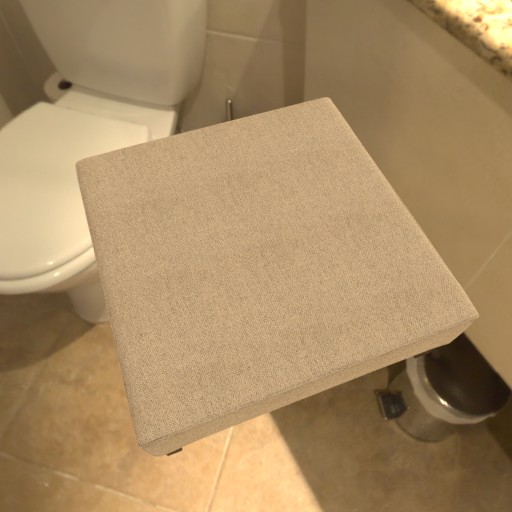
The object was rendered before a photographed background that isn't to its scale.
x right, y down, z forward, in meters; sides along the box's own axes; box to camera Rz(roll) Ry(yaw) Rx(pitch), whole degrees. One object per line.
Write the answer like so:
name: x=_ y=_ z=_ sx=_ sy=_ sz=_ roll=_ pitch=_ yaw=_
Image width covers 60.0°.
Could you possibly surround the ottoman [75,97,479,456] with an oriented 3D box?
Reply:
ottoman: x=0.000 y=0.000 z=1.494 sx=0.973 sy=0.381 sz=0.982 roll=-18 pitch=60 yaw=-11
